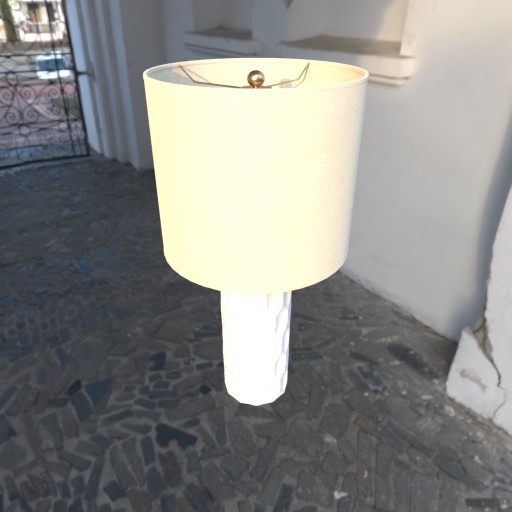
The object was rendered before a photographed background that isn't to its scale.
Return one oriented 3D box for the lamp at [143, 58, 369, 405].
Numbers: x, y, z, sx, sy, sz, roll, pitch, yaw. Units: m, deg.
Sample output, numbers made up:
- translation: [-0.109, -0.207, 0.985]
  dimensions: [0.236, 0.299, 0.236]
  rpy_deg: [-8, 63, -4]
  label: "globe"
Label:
- translation: [0.000, 0.000, 0.688]
  dimensions: [0.277, 0.537, 0.277]
  rpy_deg: [-8, 31, -14]
  label: "lamp"
